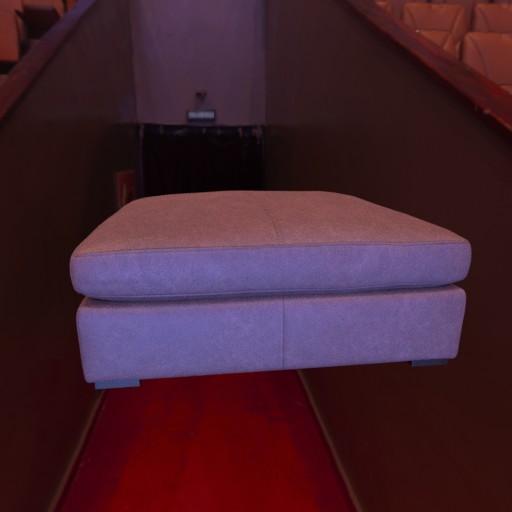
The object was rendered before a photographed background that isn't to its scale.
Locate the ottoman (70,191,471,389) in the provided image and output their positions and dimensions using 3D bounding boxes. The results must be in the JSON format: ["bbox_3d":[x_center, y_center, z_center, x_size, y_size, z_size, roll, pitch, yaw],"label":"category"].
[{"bbox_3d":[0.000,0.000,1.793,1.168,0.490,1.168,-2,14,-8],"label":"ottoman"}]
